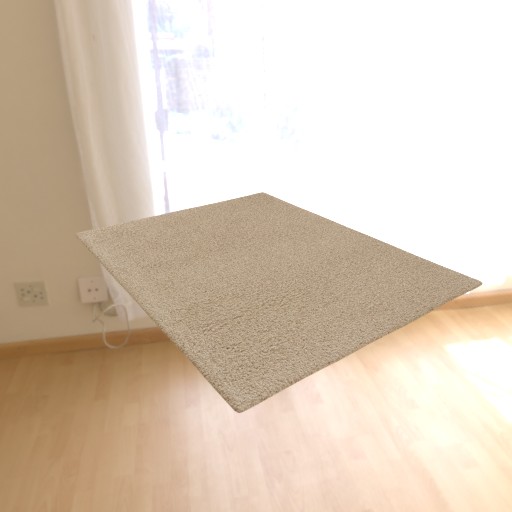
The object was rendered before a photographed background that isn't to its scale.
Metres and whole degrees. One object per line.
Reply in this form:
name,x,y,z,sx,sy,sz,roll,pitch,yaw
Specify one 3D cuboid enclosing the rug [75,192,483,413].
rug,0.000,0.000,4.121,2.438,0.029,3.047,-17,31,-32
